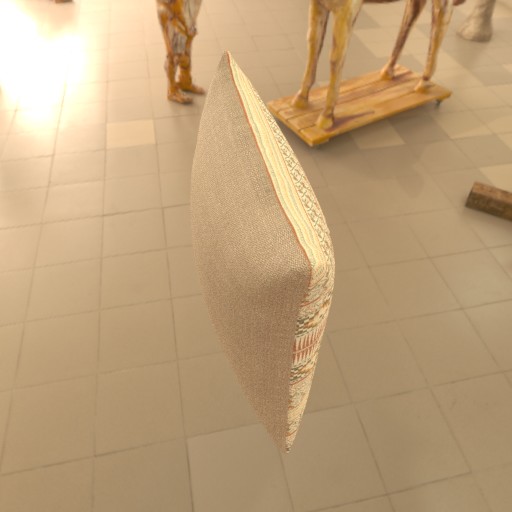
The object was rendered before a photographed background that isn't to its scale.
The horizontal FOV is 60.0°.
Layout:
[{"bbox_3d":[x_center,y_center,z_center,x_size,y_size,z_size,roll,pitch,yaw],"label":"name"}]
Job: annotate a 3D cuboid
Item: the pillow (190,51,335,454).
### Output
[{"bbox_3d":[0.000,0.000,0.791,0.215,0.519,0.521,-9,48,-8],"label":"pillow"}]
